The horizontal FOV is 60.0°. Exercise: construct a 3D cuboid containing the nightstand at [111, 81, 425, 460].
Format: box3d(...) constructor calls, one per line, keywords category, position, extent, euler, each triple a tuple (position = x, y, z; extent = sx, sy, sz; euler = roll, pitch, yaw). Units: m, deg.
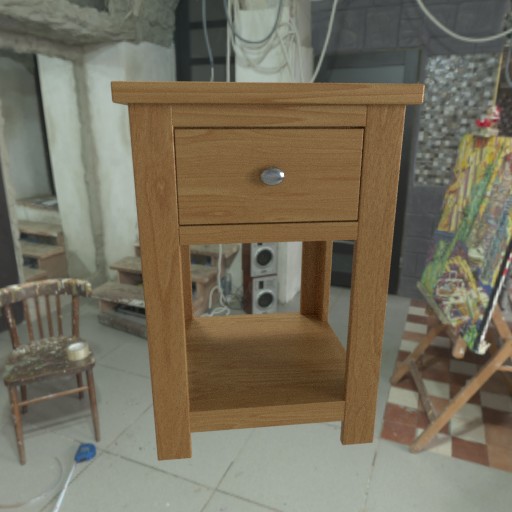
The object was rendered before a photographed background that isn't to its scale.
box3d(category="nightstand", position=(0.000, 0.000, 0.882), extent=(0.428, 0.614, 0.418), euler=(-2, 17, -6))
